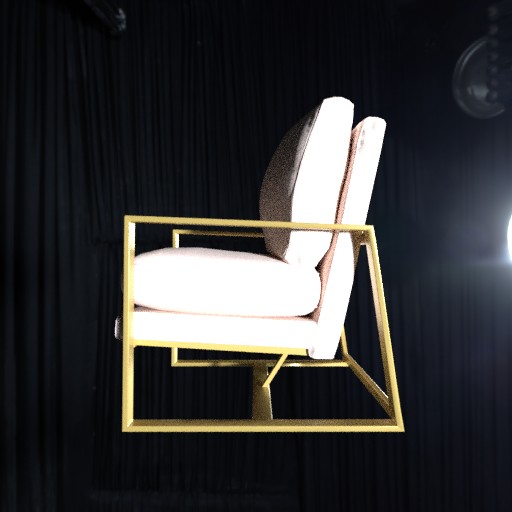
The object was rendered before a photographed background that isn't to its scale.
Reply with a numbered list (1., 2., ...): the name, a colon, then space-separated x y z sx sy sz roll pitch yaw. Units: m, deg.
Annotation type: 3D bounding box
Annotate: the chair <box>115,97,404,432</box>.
1. chair: 0.000 0.000 1.585 0.813 0.956 0.758 0 0 0
